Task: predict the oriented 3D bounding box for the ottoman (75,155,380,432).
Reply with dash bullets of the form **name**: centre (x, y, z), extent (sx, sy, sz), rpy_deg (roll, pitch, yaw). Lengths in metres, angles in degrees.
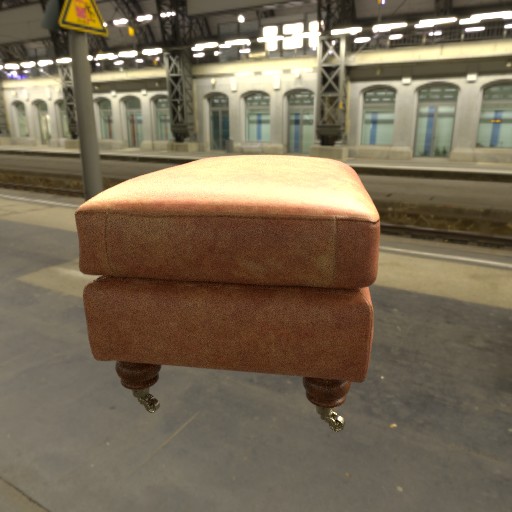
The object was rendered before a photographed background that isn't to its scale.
- **ottoman**: centre (0.000, 0.000, 1.185), extent (0.565, 0.507, 0.852), rpy_deg (3, 17, 9)
